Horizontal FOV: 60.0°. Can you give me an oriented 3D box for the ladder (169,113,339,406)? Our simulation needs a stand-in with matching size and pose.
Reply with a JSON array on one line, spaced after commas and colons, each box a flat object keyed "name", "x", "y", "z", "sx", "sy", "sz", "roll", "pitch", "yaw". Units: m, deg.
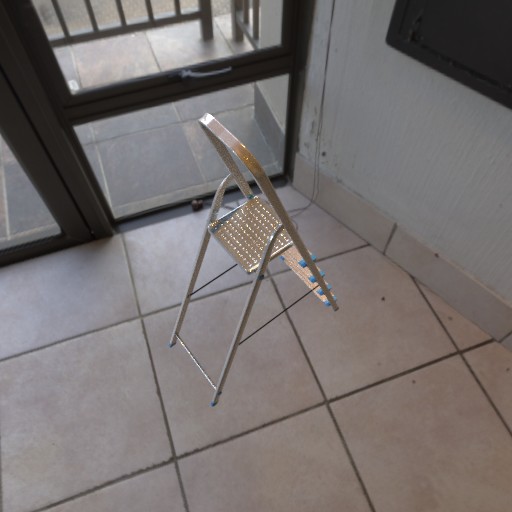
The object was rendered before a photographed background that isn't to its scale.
[{"name": "ladder", "x": 0.000, "y": 0.000, "z": 2.063, "sx": 0.990, "sy": 1.648, "sz": 0.468, "roll": -34, "pitch": 64, "yaw": -19}]
